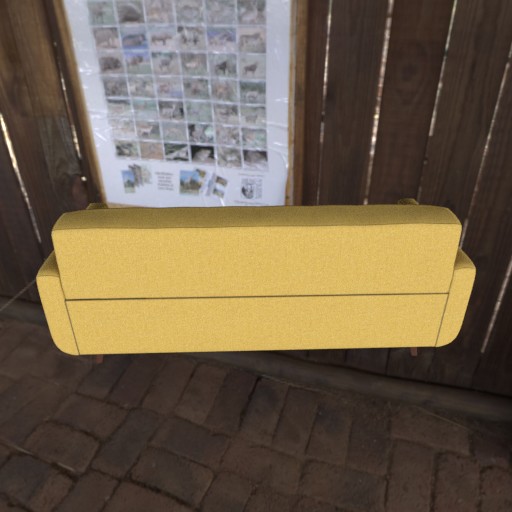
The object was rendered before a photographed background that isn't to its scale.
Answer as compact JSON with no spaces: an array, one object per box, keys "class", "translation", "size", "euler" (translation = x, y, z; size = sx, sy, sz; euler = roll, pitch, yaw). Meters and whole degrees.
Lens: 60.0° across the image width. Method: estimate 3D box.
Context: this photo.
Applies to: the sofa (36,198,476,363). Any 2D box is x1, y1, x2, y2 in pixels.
[{"class":"sofa","translation":[0.000,0.000,2.488],"size":[2.029,0.841,0.909],"euler":[-1,30,-2]}]
